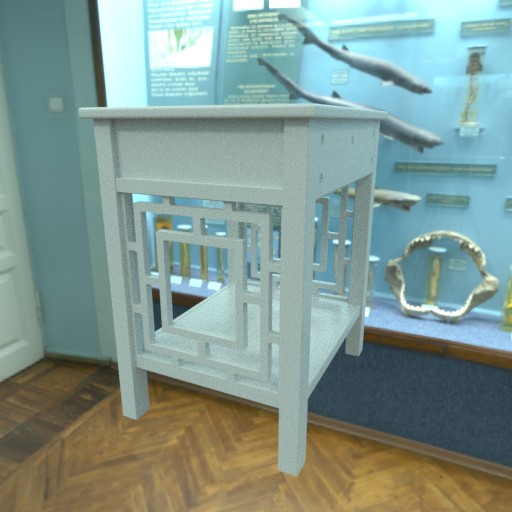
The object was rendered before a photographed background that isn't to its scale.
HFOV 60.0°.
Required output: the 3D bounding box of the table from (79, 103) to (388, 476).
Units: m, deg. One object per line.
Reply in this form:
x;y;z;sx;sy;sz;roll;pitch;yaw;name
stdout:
0.000;0.000;1.032;0.451;0.646;0.564;8;18;24;table
